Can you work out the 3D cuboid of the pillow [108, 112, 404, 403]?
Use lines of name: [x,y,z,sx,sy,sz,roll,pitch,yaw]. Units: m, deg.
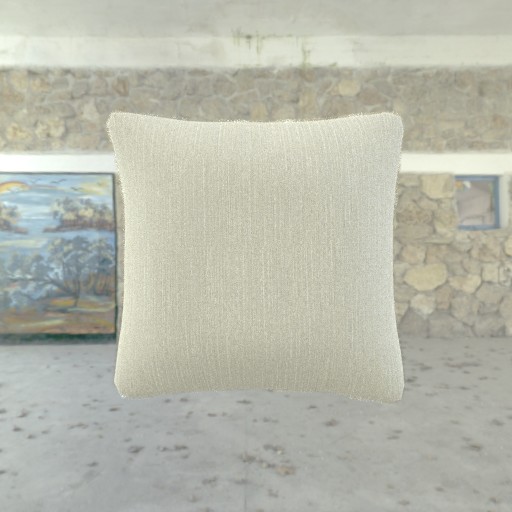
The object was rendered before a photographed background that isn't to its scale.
pillow: [0.000,0.000,0.816,0.538,0.525,0.216,0,-1,0]
